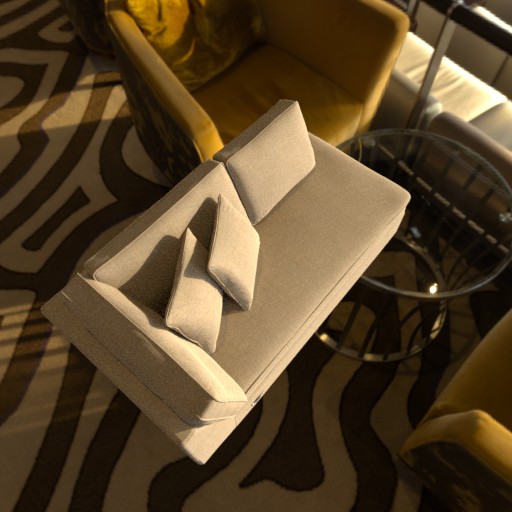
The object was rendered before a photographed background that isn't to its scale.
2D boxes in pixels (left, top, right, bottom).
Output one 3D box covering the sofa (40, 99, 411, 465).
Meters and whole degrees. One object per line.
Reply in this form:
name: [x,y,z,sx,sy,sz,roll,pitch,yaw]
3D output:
sofa: [0.000,0.000,2.829,1.110,1.019,2.238,36,65,20]
